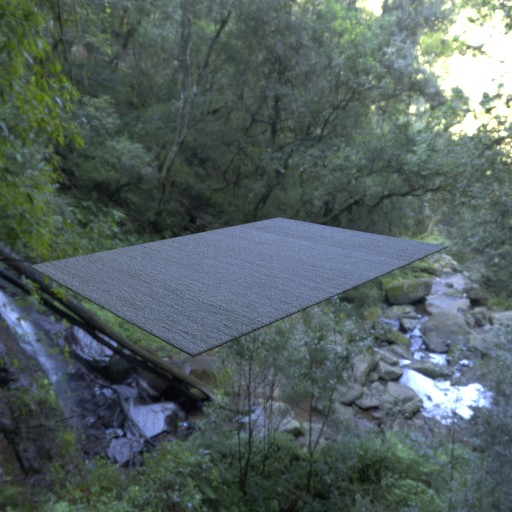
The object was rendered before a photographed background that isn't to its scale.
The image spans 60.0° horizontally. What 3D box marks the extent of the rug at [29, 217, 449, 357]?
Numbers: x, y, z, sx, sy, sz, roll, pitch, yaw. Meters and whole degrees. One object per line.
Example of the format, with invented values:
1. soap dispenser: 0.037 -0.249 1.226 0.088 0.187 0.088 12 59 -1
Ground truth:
1. rug: 0.000 0.000 5.035 2.782 0.025 3.935 15 21 43
